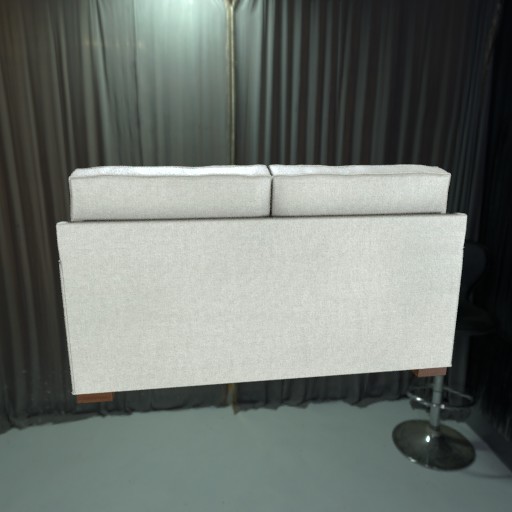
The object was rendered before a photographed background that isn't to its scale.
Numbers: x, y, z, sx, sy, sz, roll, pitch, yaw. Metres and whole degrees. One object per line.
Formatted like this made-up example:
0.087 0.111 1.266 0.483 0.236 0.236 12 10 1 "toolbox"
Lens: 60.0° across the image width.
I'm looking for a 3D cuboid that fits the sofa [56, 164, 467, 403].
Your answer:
0.000 0.000 2.064 1.484 0.853 0.940 -2 14 -8 "sofa"
